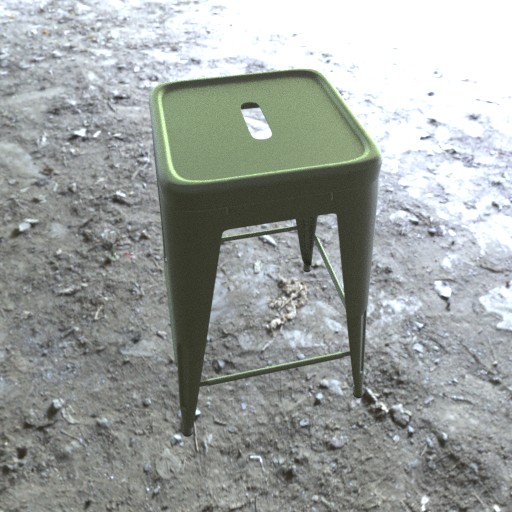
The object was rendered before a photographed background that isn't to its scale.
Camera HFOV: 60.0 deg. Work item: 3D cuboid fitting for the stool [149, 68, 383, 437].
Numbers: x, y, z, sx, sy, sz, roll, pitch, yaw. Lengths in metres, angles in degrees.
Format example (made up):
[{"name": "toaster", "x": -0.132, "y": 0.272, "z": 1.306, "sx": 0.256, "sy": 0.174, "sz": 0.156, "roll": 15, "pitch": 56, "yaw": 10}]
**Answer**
[{"name": "stool", "x": 0.000, "y": 0.000, "z": 0.886, "sx": 0.410, "sy": 0.608, "sz": 0.410, "roll": -9, "pitch": 47, "yaw": -9}]
